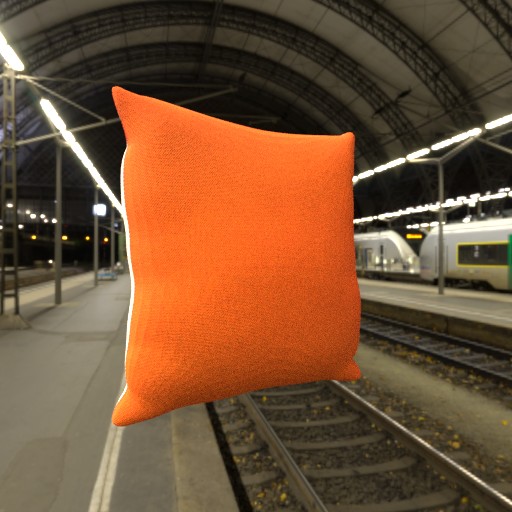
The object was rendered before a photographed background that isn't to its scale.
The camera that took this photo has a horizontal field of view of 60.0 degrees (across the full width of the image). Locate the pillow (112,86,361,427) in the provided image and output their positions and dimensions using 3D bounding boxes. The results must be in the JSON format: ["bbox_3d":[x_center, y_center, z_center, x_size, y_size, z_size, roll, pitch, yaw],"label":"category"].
[{"bbox_3d":[0.000,0.000,0.679,0.440,0.441,0.182,0,0,-34],"label":"pillow"}]
